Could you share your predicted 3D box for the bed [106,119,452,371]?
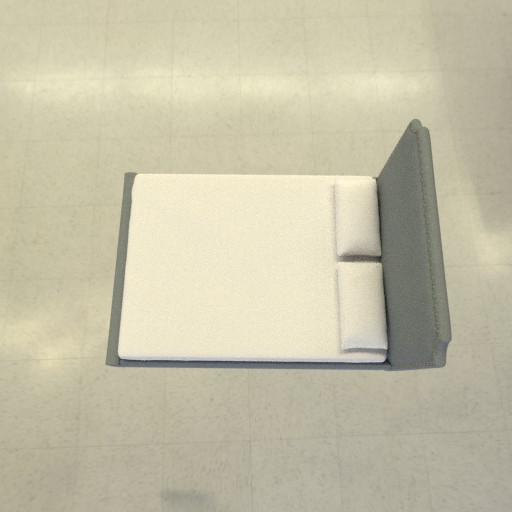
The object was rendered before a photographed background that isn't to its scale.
[{"bbox_3d":[0.000,0.000,3.475,2.372,1.443,1.712,1,74,0],"label":"bed"}]
